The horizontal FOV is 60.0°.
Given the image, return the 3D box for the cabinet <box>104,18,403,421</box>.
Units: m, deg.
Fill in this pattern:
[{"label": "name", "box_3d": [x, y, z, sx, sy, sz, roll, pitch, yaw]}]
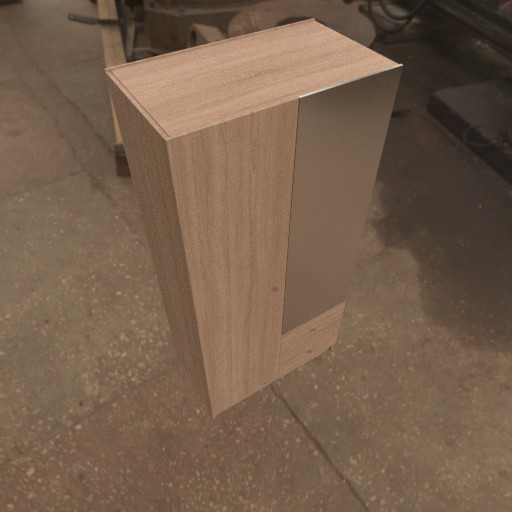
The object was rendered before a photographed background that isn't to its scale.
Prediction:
[{"label": "cabinet", "box_3d": [0.000, 0.000, 2.474, 1.001, 2.121, 0.590, -25, 52, -21]}]
